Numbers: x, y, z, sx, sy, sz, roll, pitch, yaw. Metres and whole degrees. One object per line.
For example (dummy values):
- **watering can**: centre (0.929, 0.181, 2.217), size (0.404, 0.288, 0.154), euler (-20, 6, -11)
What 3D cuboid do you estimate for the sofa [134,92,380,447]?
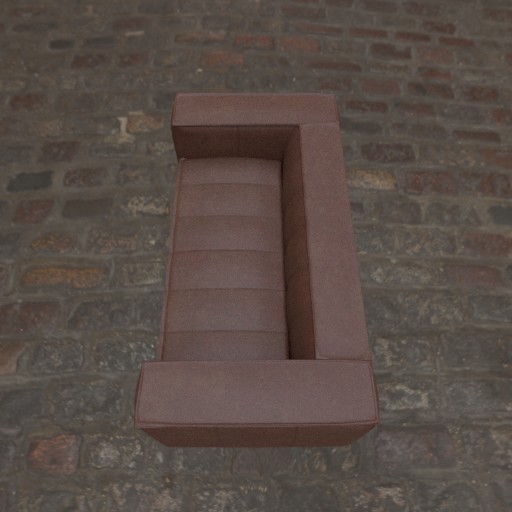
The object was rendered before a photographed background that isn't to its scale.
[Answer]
- **sofa**: centre (0.000, 0.000, 2.649), size (1.102, 0.703, 2.088), euler (0, 60, 0)
